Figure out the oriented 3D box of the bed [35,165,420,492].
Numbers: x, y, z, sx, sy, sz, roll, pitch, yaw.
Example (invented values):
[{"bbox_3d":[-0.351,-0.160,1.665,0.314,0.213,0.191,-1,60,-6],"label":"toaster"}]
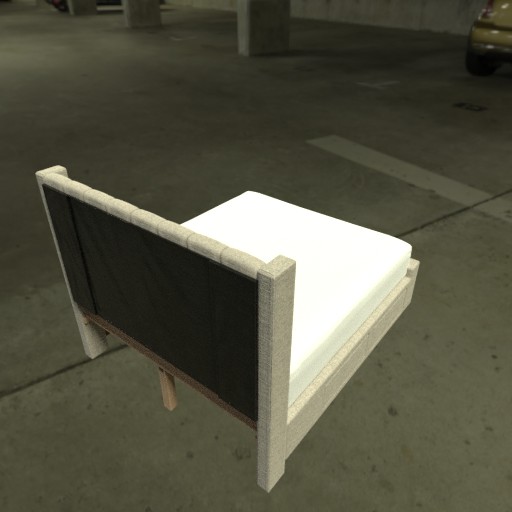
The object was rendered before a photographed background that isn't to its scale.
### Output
[{"bbox_3d":[0.000,0.000,3.752,2.044,1.748,2.372,23,39,32],"label":"bed"}]
